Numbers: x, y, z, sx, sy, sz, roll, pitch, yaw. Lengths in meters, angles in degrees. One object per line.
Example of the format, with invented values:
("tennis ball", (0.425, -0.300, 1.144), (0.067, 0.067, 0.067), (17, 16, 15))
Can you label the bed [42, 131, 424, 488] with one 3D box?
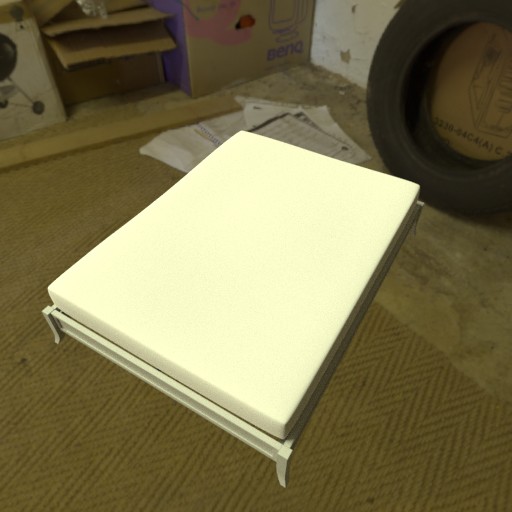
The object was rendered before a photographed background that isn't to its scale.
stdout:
("bed", (0.000, 0.000, 2.874), (1.604, 0.510, 2.108), (23, 50, 21))
